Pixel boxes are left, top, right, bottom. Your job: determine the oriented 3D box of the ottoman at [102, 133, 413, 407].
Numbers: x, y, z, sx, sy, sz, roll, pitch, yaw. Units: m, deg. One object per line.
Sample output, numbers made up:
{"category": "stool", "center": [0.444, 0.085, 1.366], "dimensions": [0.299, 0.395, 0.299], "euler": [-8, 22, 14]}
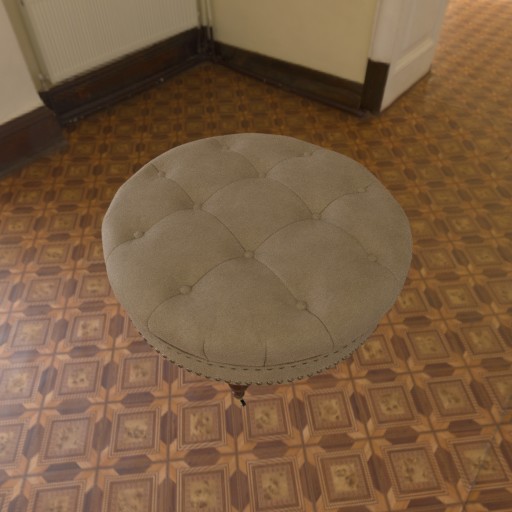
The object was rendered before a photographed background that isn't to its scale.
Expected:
{"category": "ottoman", "center": [0.000, 0.000, 1.407], "dimensions": [0.901, 0.439, 0.901], "euler": [0, 47, 0]}
